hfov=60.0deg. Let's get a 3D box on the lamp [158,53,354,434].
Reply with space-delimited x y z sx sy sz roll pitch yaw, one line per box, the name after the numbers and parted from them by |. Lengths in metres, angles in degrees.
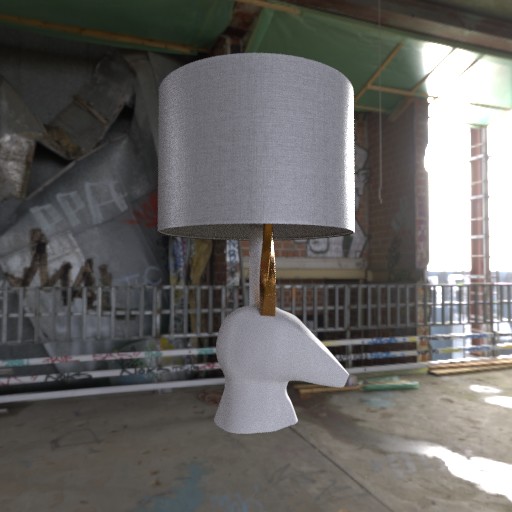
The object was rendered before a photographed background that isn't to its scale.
0.000 0.000 0.688 0.298 0.503 0.298 0 -2 1 | lamp
